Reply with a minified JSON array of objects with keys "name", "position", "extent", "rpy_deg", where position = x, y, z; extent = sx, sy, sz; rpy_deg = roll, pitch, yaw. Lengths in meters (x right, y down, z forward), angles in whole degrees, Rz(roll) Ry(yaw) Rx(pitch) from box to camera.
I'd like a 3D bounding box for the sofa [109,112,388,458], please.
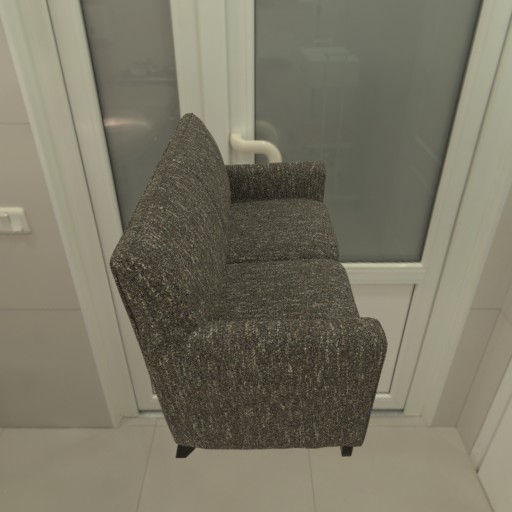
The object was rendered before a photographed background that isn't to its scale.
[{"name":"sofa","position":[0.000,0.000,2.028],"extent":[0.801,0.946,1.519],"rpy_deg":[0,33,0]}]
